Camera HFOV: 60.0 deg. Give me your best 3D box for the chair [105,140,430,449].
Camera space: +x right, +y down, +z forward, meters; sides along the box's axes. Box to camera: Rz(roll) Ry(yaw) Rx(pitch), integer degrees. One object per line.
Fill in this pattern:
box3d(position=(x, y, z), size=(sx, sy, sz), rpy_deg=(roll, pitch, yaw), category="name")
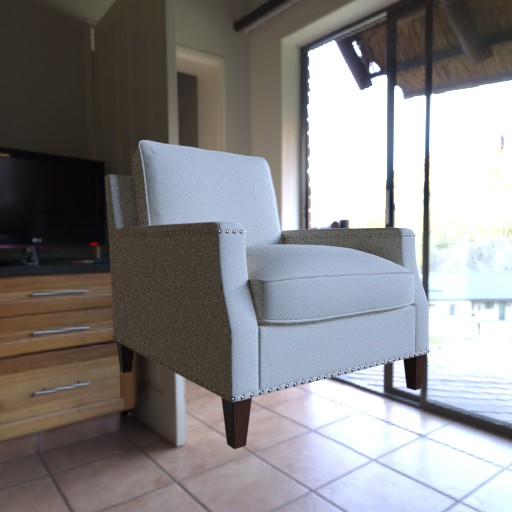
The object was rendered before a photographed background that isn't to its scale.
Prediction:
box3d(position=(0.000, 0.000, 1.710), size=(0.853, 0.943, 1.014), rpy_deg=(-1, 2, -36), category="chair")
